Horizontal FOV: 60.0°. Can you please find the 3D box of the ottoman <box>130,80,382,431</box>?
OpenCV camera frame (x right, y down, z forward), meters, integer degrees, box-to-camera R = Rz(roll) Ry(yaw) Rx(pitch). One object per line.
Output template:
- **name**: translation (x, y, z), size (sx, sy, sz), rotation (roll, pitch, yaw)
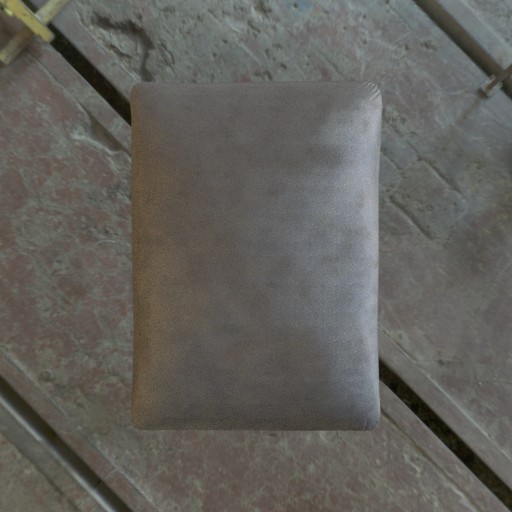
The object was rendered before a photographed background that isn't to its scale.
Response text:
- **ottoman**: translation (0.000, 0.000, 1.062), size (0.520, 0.456, 0.719), rotation (0, 90, 1)
